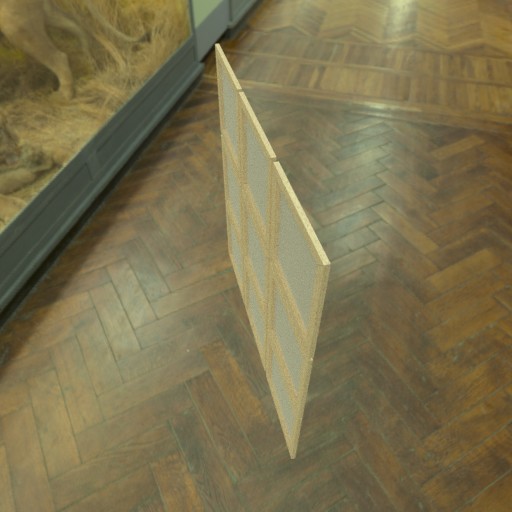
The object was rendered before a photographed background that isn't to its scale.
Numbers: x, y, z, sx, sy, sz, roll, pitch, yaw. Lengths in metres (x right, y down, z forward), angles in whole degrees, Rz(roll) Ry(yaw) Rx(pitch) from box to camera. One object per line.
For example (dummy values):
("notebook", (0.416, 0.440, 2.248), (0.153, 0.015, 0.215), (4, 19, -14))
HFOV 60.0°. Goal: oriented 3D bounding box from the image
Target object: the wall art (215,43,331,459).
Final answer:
("wall art", (0.000, 0.000, 1.799), (0.016, 1.207, 1.217), (-11, 48, -10))
